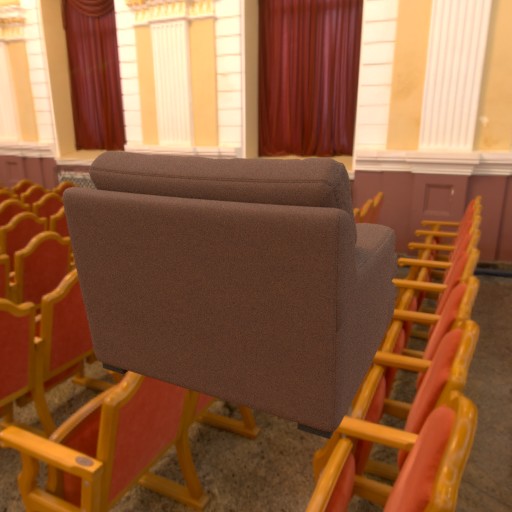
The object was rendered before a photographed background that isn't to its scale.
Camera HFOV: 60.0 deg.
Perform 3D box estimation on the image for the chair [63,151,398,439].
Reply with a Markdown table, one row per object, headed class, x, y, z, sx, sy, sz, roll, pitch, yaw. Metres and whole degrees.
| class | x | y | z | sx | sy | sz | roll | pitch | yaw |
| --- | --- | --- | --- | --- | --- | --- | --- | --- | --- |
| chair | 0.000 | 0.000 | 2.013 | 1.168 | 0.940 | 1.143 | 8 | 18 | 25 |
